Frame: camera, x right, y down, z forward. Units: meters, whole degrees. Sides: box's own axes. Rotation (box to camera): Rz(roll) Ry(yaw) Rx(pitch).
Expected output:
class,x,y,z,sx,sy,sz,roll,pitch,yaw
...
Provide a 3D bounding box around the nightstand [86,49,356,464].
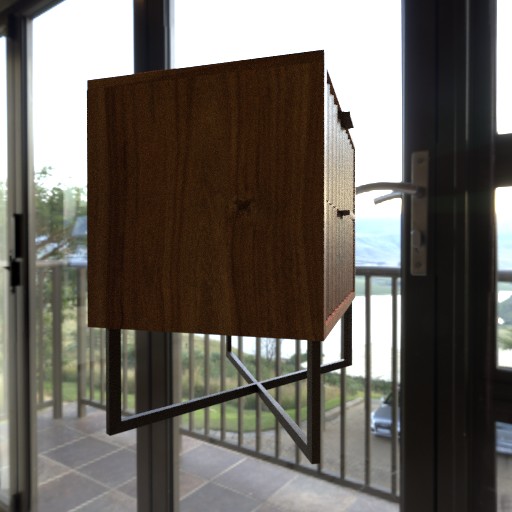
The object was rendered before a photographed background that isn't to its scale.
class,x,y,z,sx,sy,sz,roll,pitch,yaw
nightstand,0.000,0.000,1.000,0.427,0.615,0.613,0,1,17
